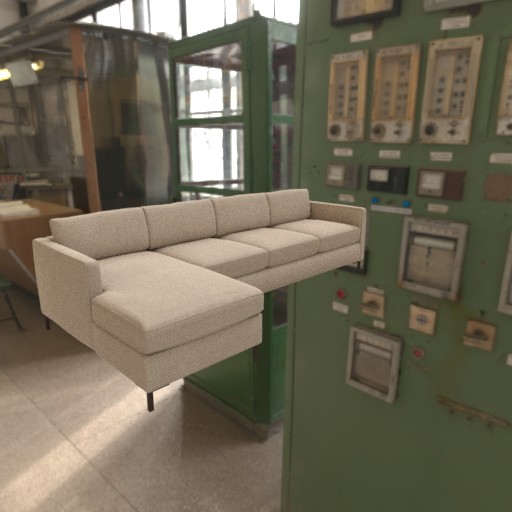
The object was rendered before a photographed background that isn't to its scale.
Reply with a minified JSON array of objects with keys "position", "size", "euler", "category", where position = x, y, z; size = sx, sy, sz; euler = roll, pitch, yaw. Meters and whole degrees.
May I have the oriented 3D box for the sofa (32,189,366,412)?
[{"position":[0.000,0.000,3.538],"size":[2.923,0.816,1.469],"euler":[-14,21,-43],"category":"sofa"}]
